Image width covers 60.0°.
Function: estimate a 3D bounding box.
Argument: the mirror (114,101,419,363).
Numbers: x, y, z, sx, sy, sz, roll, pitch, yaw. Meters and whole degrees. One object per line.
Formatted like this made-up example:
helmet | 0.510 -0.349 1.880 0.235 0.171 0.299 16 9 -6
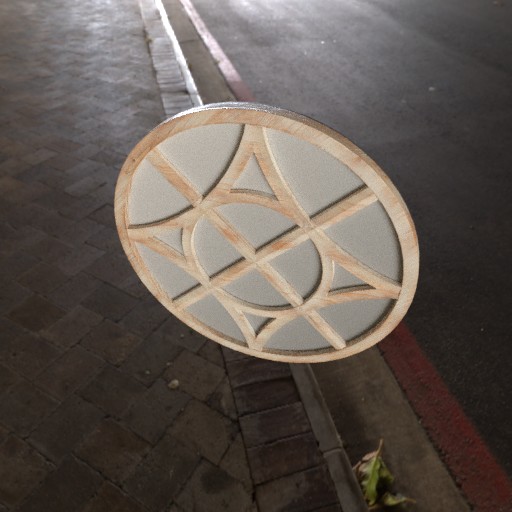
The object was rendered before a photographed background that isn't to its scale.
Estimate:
mirror | 0.000 0.000 1.029 0.710 0.710 0.038 12 42 14
